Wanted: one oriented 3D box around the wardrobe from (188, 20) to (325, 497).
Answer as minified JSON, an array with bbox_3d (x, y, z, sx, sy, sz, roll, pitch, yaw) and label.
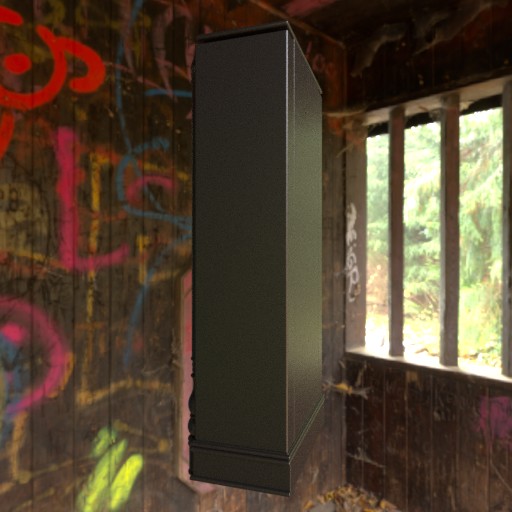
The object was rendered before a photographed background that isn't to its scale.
[{"bbox_3d":[0.000,0.000,1.184,0.295,1.011,0.444,0,0,18],"label":"wardrobe"}]
